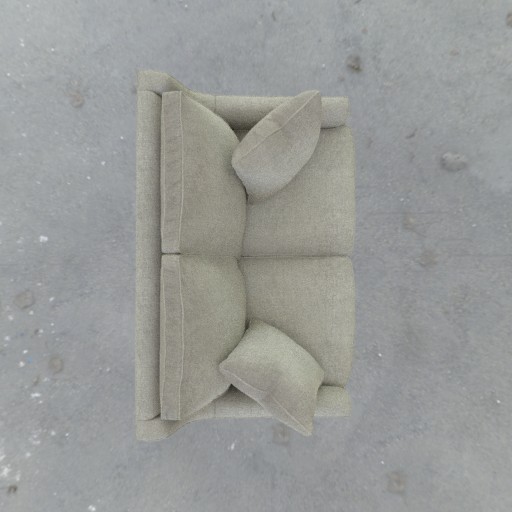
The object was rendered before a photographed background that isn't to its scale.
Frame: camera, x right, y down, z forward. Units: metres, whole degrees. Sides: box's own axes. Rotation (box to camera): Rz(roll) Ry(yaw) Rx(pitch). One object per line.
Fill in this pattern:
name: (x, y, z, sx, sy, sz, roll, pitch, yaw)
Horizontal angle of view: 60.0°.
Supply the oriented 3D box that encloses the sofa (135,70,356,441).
sofa: (0.000, 0.000, 2.011, 0.915, 0.863, 1.422, 0, 89, 0)
